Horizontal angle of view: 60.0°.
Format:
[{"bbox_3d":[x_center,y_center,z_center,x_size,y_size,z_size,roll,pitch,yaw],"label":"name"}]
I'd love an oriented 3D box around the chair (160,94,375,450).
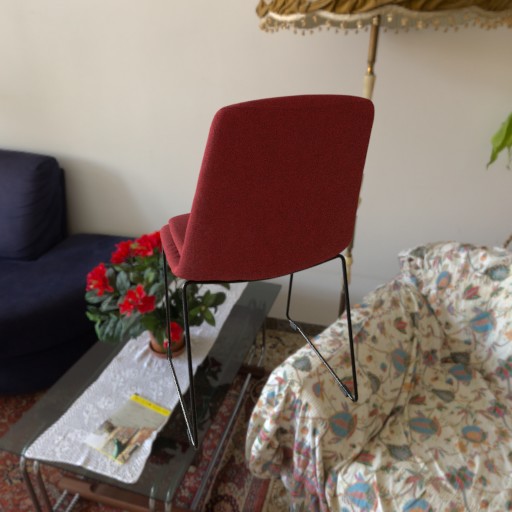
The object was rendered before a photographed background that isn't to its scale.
[{"bbox_3d":[0.000,0.000,1.160,0.479,0.858,0.518,-10,29,-18],"label":"chair"}]
